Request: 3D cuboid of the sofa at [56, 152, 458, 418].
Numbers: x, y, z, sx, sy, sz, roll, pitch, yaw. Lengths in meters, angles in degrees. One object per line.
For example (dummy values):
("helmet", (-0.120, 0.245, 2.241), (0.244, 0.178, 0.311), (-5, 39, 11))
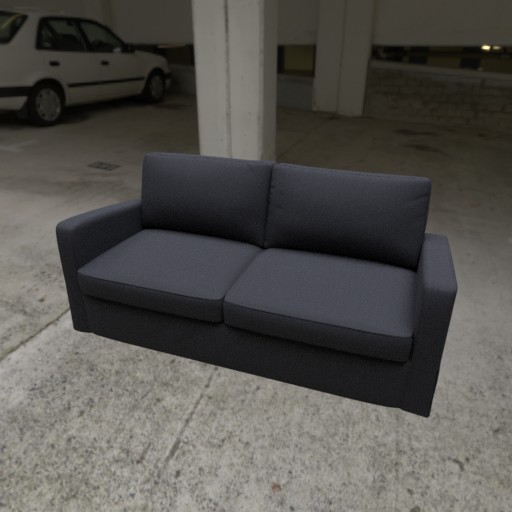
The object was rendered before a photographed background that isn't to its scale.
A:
("sofa", (0.000, 0.000, 2.311), (1.852, 0.839, 0.898), (9, 28, 18))
